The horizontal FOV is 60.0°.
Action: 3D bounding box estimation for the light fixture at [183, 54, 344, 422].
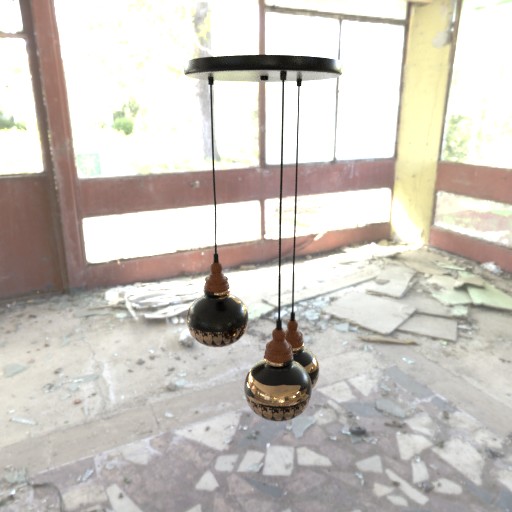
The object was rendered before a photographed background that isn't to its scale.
[{"bbox_3d":[0.000,0.000,1.771,0.605,1.410,0.608,3,18,9],"label":"light fixture"}]
